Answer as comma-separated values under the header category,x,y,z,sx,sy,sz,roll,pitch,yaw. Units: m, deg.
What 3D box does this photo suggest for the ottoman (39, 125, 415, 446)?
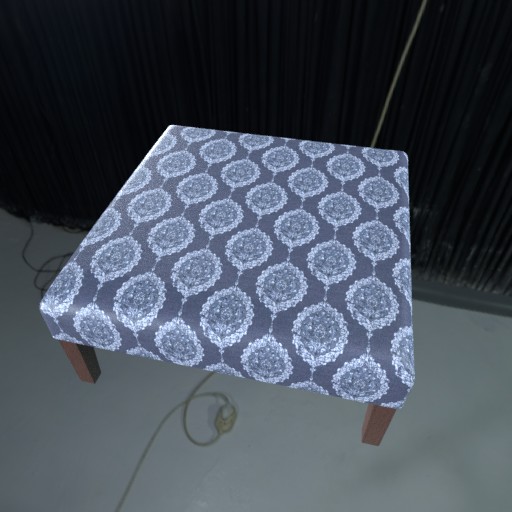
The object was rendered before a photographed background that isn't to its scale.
category,x,y,z,sx,sy,sz,roll,pitch,yaw
ottoman,0.000,0.000,1.407,0.889,0.409,0.890,9,45,9
